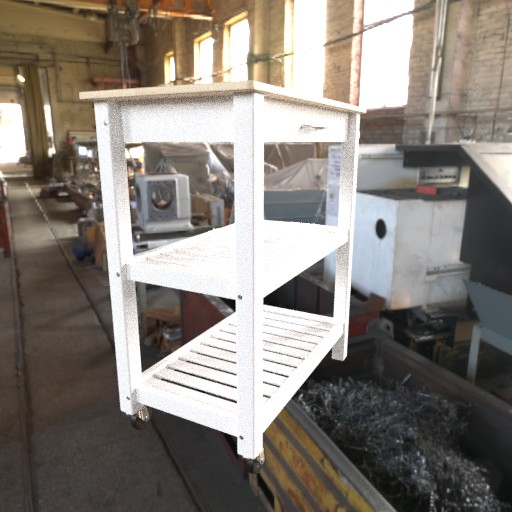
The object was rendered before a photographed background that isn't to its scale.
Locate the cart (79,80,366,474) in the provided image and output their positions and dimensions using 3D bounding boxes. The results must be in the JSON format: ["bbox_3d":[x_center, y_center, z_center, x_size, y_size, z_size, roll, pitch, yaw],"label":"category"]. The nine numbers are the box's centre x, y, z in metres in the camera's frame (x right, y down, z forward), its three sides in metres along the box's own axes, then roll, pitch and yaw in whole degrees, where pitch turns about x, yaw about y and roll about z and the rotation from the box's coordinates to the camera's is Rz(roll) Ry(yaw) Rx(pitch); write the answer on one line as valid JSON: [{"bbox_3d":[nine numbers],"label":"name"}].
[{"bbox_3d":[0.000,0.000,1.415,0.457,0.927,0.899,8,16,27],"label":"cart"}]
